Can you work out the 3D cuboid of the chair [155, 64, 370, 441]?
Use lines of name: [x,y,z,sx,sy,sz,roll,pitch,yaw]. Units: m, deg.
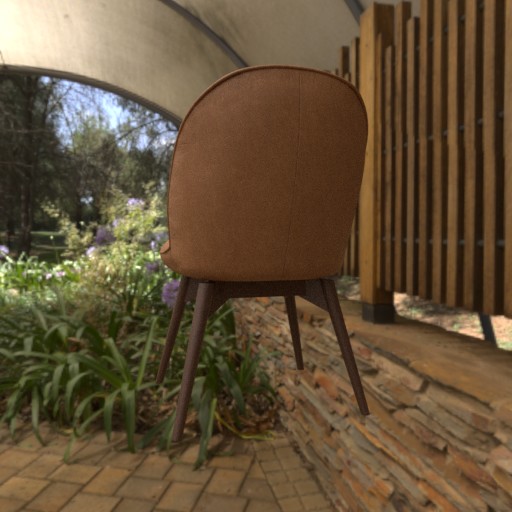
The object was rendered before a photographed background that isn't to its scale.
chair: [0.000,0.000,1.254,0.521,0.831,0.631,-1,2,-18]
